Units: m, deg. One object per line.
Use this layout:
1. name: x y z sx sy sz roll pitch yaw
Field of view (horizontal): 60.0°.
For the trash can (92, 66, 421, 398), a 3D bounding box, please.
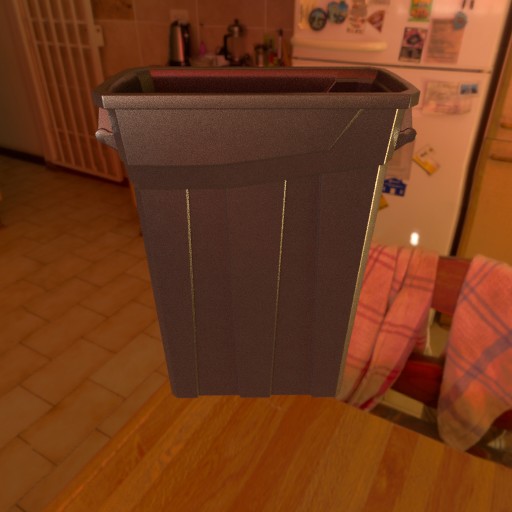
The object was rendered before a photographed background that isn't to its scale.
1. trash can: 0.000 0.000 1.010 0.559 0.762 0.281 0 32 0
